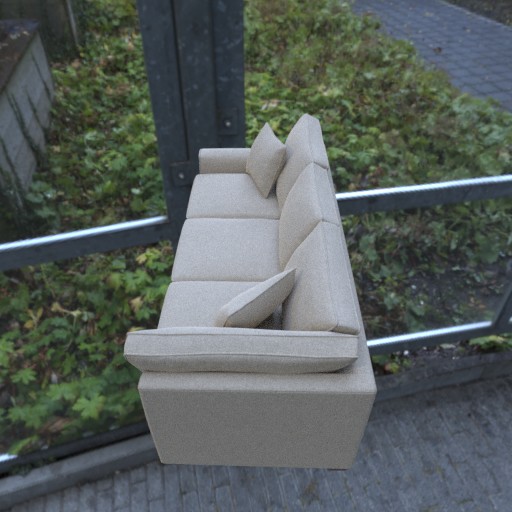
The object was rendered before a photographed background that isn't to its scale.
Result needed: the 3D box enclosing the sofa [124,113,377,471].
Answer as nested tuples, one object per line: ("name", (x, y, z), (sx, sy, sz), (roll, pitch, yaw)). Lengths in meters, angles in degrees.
("sofa", (0.000, 0.000, 2.842), (1.061, 0.962, 2.317), (1, 41, 1))
